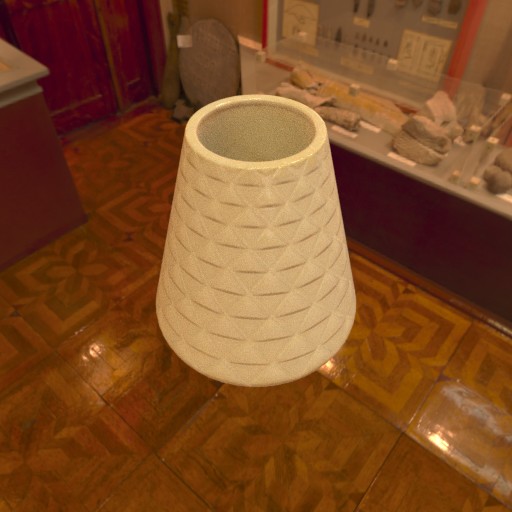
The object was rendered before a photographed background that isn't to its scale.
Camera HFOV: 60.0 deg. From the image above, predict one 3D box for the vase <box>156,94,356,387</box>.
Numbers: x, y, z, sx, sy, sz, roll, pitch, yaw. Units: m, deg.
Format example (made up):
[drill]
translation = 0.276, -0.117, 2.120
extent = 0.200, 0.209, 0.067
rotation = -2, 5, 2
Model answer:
[vase]
translation = 0.000, 0.000, 0.357
extent = 0.175, 0.230, 0.175
rotation = 0, 46, 0
